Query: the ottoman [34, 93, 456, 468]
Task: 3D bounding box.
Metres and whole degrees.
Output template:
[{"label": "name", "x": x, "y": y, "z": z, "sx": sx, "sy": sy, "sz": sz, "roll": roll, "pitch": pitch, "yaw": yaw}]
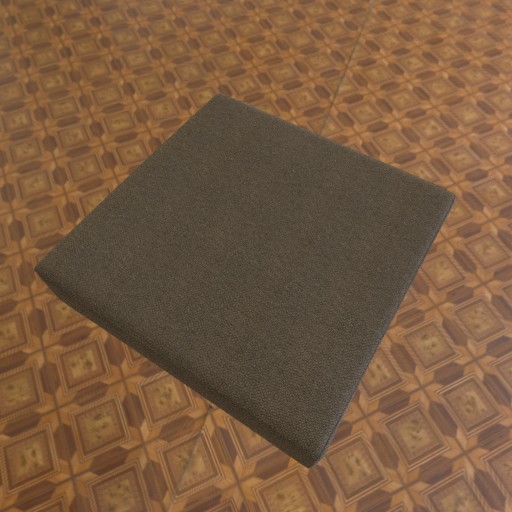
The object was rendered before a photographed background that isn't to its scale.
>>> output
[{"label": "ottoman", "x": 0.000, "y": 0.000, "z": 1.520, "sx": 0.981, "sy": 0.378, "sz": 0.970, "roll": 29, "pitch": 62, "yaw": 17}]
